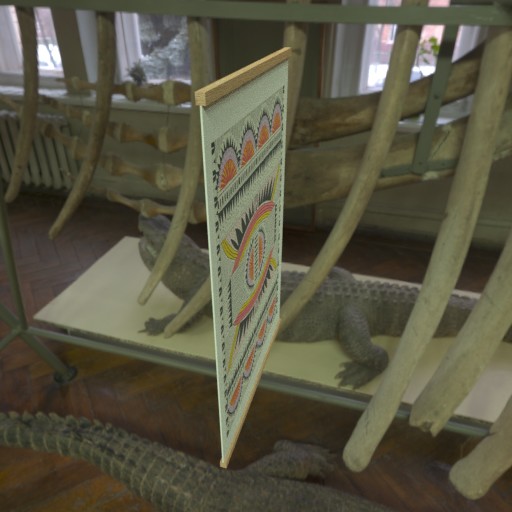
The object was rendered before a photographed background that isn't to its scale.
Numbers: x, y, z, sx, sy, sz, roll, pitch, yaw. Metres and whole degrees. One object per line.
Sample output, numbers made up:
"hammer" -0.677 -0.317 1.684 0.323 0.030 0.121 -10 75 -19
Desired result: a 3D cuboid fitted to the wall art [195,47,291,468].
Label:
"wall art" 0.000 0.000 1.908 0.028 1.533 0.999 9 32 14
